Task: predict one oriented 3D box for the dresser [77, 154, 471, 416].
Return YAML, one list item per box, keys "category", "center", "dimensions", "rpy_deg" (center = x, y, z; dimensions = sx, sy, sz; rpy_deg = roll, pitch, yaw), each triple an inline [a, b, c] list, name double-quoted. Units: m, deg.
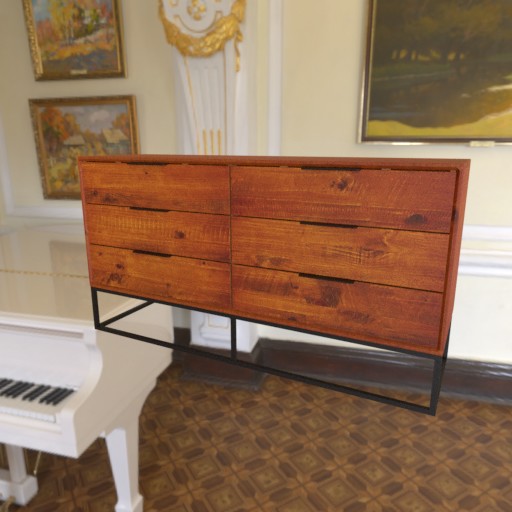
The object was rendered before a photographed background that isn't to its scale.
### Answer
- category: "dresser"
  center: [0.000, 0.000, 1.868]
  dimensions: [1.536, 0.810, 0.464]
  rpy_deg: [7, 16, 26]
